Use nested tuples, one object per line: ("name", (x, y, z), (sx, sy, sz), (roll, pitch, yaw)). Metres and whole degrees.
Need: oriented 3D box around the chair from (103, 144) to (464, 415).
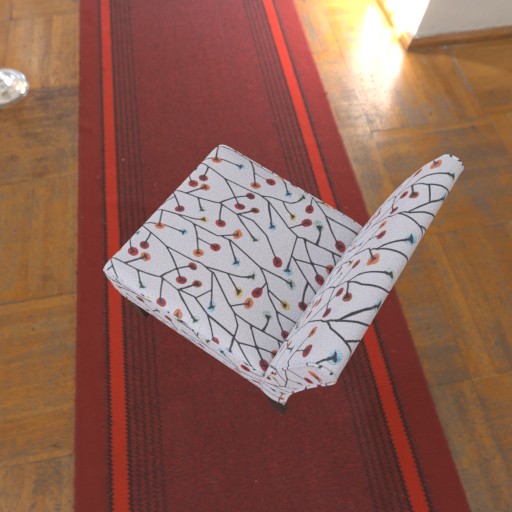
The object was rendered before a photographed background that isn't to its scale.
("chair", (0.000, 0.000, 1.311), (0.732, 0.813, 0.597), (32, 67, 15))
